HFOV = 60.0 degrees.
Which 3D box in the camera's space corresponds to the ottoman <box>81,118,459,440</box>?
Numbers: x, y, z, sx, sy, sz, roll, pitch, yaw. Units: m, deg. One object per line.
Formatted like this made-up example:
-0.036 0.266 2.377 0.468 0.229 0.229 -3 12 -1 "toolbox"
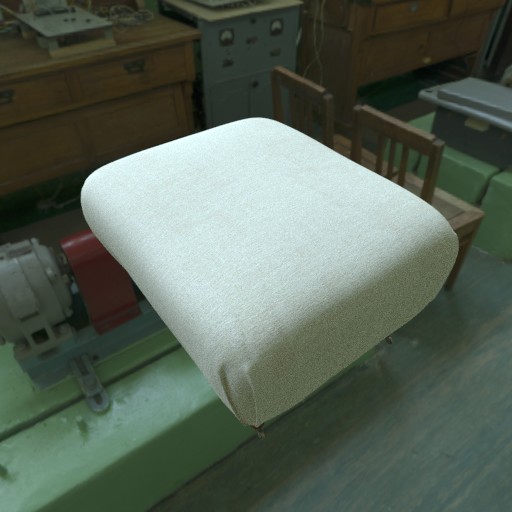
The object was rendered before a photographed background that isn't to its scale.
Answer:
0.000 0.000 1.120 0.622 0.450 0.747 -27 48 -27 "ottoman"
